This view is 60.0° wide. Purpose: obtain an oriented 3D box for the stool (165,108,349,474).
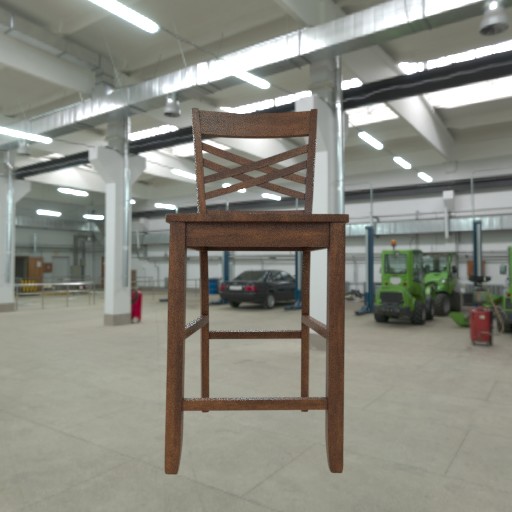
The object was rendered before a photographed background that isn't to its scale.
[{"bbox_3d":[0.000,0.000,1.353,0.462,1.079,0.539,0,-1,-1],"label":"stool"}]
